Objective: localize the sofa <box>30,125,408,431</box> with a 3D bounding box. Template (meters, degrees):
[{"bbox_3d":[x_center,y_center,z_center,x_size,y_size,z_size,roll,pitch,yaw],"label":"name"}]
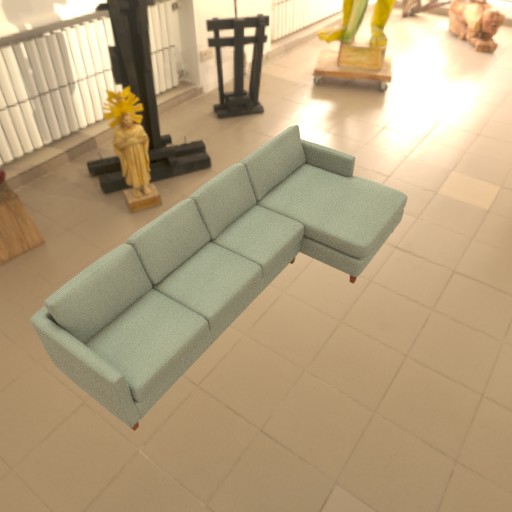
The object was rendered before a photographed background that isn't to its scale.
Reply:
[{"bbox_3d":[0.000,0.000,4.049,1.604,0.950,3.471,26,49,25],"label":"sofa"}]
